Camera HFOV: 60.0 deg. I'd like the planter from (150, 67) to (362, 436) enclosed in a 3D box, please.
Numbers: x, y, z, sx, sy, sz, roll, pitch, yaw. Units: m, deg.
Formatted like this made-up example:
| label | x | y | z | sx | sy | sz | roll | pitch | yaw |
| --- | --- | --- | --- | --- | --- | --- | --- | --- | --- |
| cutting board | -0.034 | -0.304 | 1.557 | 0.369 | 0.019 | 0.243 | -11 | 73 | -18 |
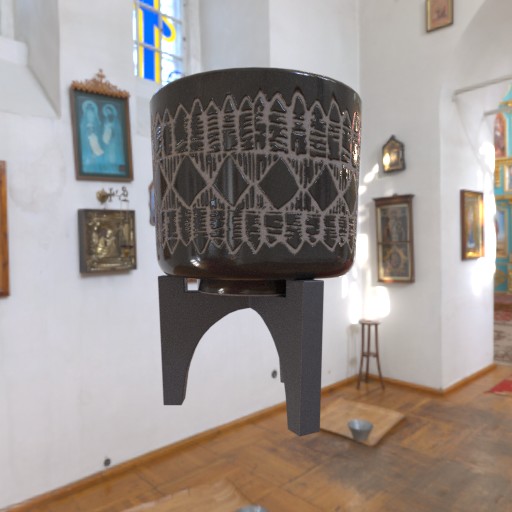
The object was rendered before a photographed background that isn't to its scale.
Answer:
| label | x | y | z | sx | sy | sz | roll | pitch | yaw |
| --- | --- | --- | --- | --- | --- | --- | --- | --- | --- |
| planter | 0.000 | 0.000 | 0.537 | 0.251 | 0.355 | 0.251 | 0 | 0 | 1 |
